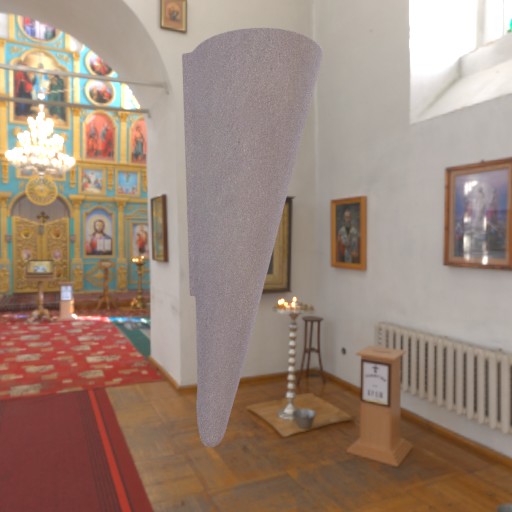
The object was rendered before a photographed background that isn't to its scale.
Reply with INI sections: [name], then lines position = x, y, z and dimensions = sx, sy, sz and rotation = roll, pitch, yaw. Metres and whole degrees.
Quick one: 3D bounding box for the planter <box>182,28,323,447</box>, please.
[planter]
position = 0.000, 0.000, 0.290
dimensions = 0.087, 0.259, 0.078
rotation = 0, 0, 19
